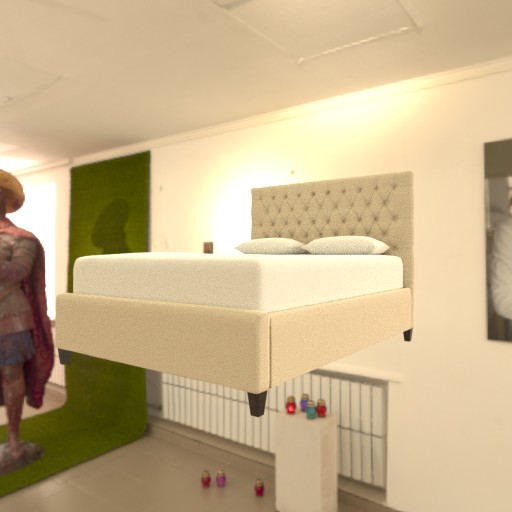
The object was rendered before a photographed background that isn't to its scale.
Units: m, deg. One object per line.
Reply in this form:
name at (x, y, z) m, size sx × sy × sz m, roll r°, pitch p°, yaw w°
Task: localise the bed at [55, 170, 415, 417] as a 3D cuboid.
bed at (0.000, 0.000, 3.321) m, size 1.696 × 1.426 × 2.233 m, roll 0°, pitch 0°, yaw 36°
